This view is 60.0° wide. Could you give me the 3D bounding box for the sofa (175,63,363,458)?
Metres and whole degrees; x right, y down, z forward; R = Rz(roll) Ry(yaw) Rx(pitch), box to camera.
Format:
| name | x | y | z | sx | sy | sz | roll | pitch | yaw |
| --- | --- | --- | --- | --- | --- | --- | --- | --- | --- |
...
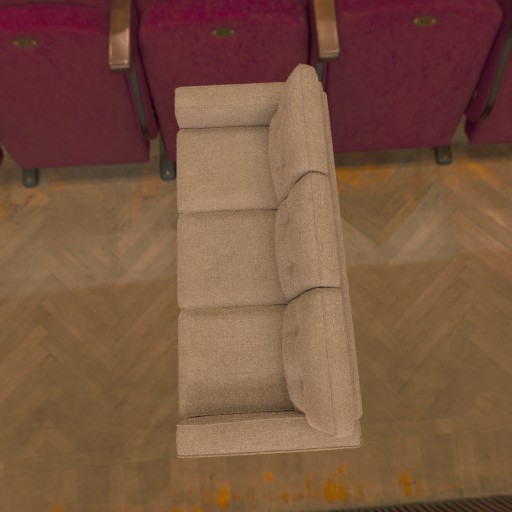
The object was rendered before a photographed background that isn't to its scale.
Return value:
| name | x | y | z | sx | sy | sz | roll | pitch | yaw |
| --- | --- | --- | --- | --- | --- | --- | --- | --- | --- |
| sofa | 0.000 | 0.000 | 2.617 | 0.939 | 0.965 | 2.133 | -3 | 74 | -1 |
